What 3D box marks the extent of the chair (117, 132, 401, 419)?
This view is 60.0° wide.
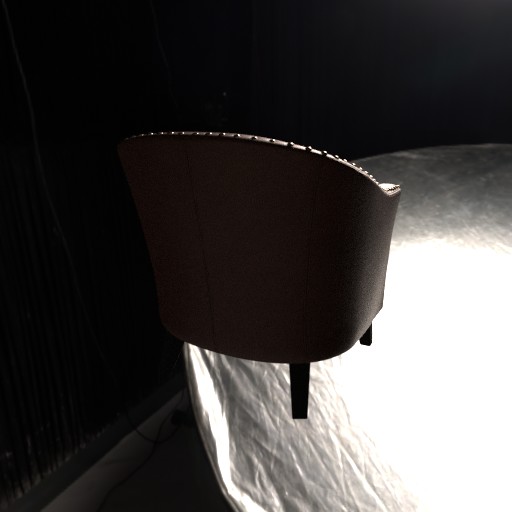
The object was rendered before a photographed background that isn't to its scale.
[{"bbox_3d":[0.000,0.000,1.489,0.794,0.823,0.748,9,20,26],"label":"chair"}]
